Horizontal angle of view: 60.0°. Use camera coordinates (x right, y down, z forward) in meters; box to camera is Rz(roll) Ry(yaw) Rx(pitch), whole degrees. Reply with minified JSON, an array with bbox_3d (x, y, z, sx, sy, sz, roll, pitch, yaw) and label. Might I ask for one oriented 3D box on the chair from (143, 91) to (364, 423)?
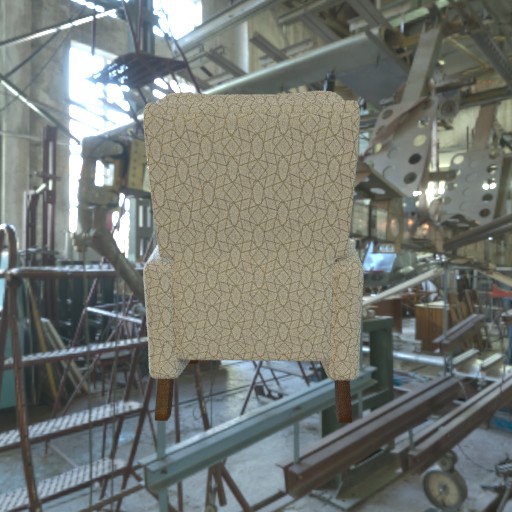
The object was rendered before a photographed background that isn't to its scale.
[{"bbox_3d":[0.000,0.000,1.776,0.796,1.064,0.995,0,0,2],"label":"chair"}]
